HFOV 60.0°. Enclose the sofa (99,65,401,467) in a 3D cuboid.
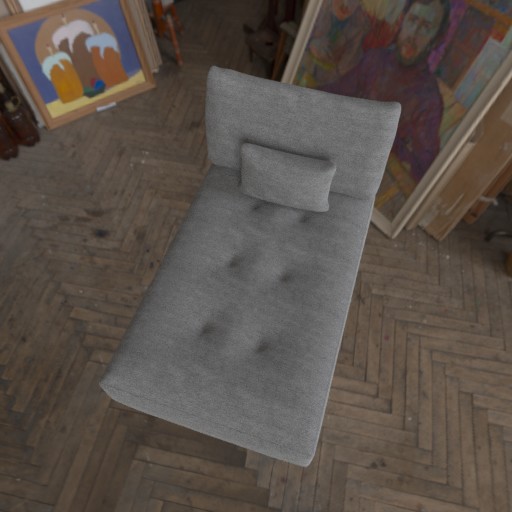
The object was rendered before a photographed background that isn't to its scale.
[{"bbox_3d":[0.000,0.000,1.978,0.930,0.820,1.450,15,59,10],"label":"sofa"}]
